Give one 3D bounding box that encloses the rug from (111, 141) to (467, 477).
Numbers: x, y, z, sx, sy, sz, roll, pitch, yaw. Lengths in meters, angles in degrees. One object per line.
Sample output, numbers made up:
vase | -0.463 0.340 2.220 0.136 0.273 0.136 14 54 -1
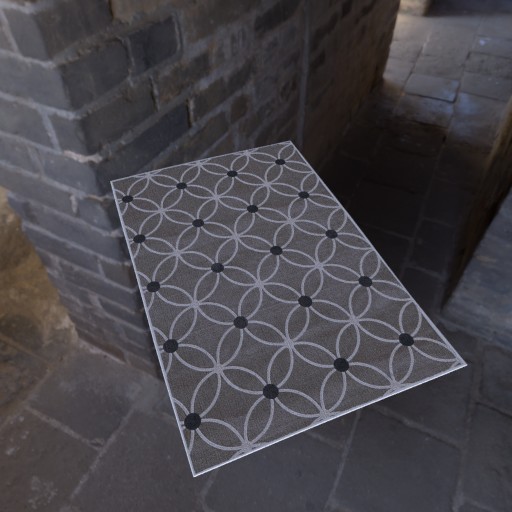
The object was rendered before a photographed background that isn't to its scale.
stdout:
rug | 0.000 0.000 2.884 1.522 0.008 2.284 -16 50 -14
